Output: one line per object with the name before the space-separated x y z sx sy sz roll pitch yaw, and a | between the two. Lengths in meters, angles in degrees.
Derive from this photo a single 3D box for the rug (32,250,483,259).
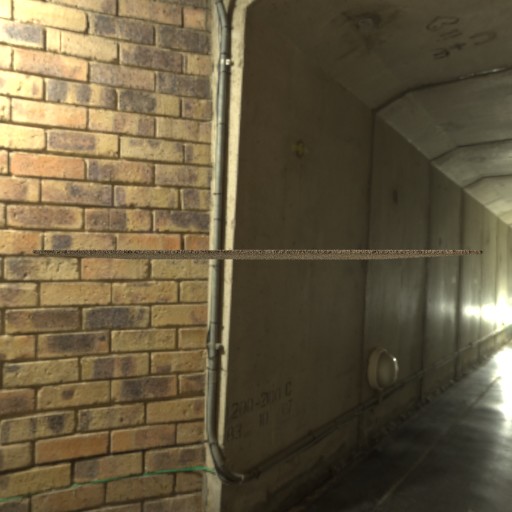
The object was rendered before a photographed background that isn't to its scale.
rug | 0.000 0.000 4.187 3.047 0.029 2.438 0 -1 -1
